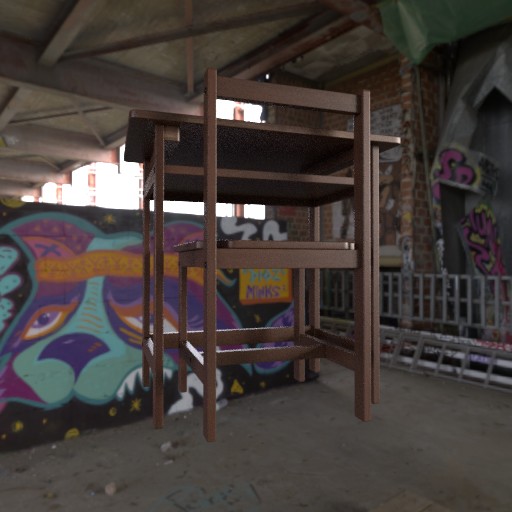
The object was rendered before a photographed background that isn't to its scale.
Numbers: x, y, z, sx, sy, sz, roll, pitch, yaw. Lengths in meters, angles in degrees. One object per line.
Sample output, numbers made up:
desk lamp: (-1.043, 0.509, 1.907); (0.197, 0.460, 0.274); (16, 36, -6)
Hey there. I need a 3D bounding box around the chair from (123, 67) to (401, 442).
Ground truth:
chair: (0.000, 0.000, 1.063); (0.599, 0.673, 0.463); (0, -1, -18)
